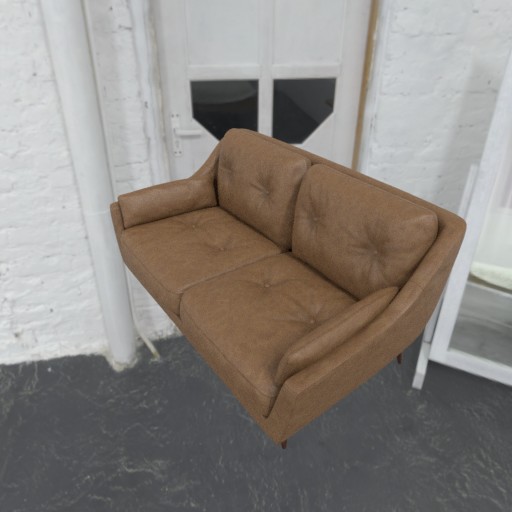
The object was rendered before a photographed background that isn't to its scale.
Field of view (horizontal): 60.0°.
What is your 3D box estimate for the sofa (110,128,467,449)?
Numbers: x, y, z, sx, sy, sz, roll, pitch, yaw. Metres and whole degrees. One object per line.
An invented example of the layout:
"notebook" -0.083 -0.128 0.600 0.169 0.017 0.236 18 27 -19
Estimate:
"sofa" 0.000 0.000 2.277 0.981 0.886 1.731 -20 37 -29
